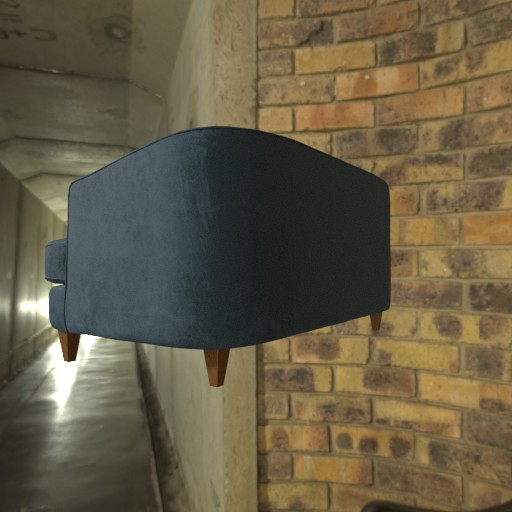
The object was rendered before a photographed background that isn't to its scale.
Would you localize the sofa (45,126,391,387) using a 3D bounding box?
[{"bbox_3d":[0.000,0.000,2.217,0.941,0.854,1.733,0,-1,36],"label":"sofa"}]
